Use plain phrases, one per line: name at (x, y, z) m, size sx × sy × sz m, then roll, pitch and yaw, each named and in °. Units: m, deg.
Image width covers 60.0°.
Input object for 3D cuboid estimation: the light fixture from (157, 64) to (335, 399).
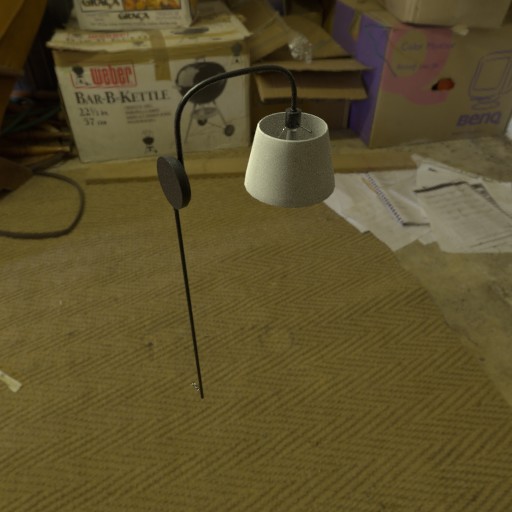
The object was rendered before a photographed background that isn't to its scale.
light fixture at (0.000, 0.000, 0.484) m, size 0.176 × 0.399 × 0.092 m, roll -24°, pitch 46°, yaw -26°
